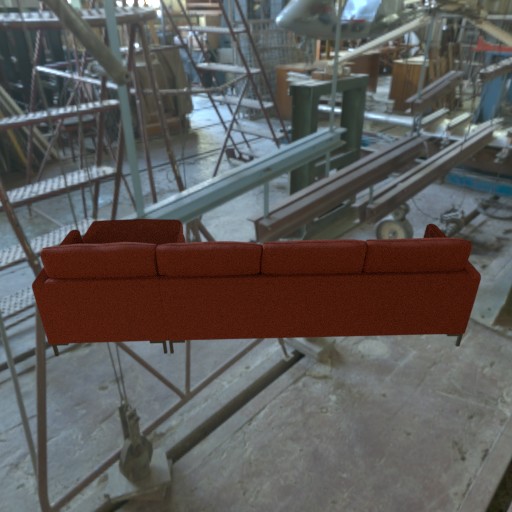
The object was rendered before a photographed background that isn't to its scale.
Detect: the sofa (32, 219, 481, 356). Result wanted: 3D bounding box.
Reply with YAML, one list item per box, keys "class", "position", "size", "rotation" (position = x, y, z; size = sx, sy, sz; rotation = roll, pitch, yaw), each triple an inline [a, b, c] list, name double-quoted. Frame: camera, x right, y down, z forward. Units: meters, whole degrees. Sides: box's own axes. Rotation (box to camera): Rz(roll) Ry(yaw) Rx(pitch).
- class: "sofa"
  position: [0.000, 0.000, 3.487]
  size: [2.932, 0.810, 1.350]
  rotation: [-1, 30, -2]
